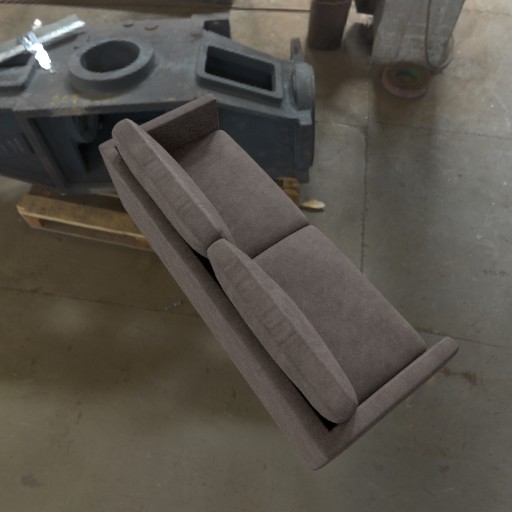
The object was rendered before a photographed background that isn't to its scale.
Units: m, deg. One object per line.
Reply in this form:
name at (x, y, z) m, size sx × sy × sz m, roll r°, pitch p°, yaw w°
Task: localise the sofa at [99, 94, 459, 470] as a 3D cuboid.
sofa at (0.000, 0.000, 2.888) m, size 0.951 × 0.965 × 2.434 m, roll -32°, pitch 65°, yaw -17°
